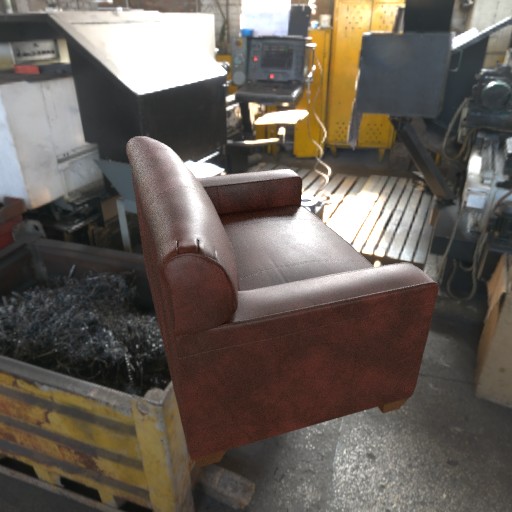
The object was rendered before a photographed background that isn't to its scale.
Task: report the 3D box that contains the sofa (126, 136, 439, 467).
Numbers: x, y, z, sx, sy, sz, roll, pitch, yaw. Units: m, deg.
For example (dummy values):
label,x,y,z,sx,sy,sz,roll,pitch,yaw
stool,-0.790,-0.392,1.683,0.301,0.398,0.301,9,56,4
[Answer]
label,x,y,z,sx,sy,sz,roll,pitch,yaw
sofa,0.000,0.000,2.087,1.000,0.956,1.413,-9,30,-16
